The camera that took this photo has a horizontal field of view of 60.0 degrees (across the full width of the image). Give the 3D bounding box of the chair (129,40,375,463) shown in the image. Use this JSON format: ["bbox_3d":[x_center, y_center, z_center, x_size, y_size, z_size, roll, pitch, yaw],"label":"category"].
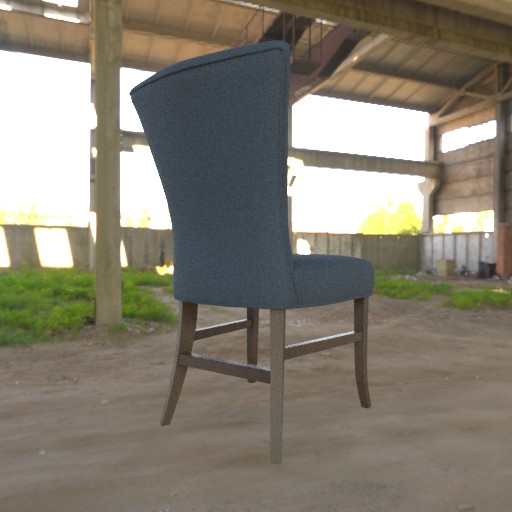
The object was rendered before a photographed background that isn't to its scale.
[{"bbox_3d":[0.000,0.000,1.340,0.520,0.991,0.660,1,1,36],"label":"chair"}]
